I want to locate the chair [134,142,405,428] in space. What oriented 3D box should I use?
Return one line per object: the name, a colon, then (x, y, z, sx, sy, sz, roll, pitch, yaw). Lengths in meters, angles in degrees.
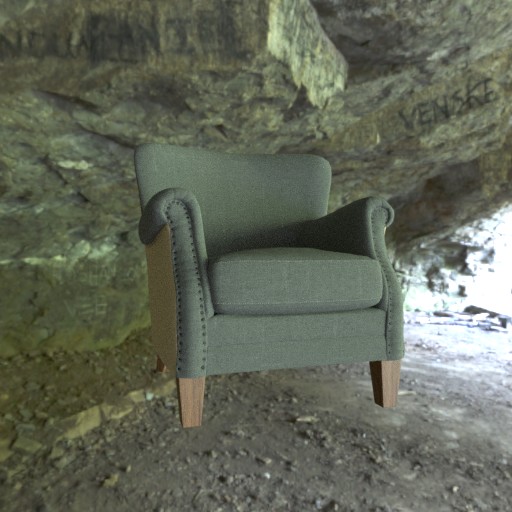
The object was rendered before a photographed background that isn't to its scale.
chair: (0.000, 0.000, 1.660, 0.861, 0.936, 0.921, 0, 0, -18)
